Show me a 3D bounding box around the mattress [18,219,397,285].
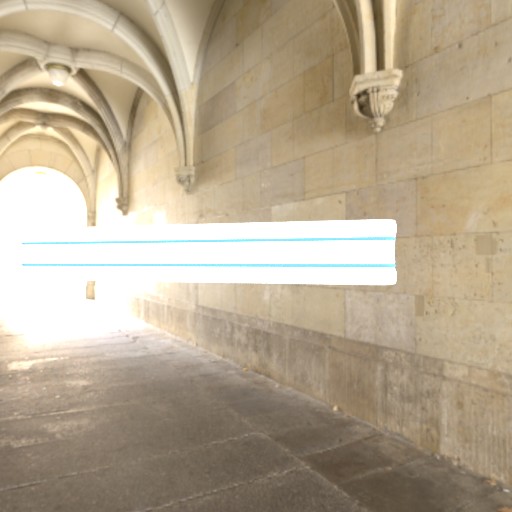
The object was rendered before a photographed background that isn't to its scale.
[{"bbox_3d":[0.000,0.000,2.687,1.600,0.230,2.000,0,-1,17],"label":"mattress"}]
